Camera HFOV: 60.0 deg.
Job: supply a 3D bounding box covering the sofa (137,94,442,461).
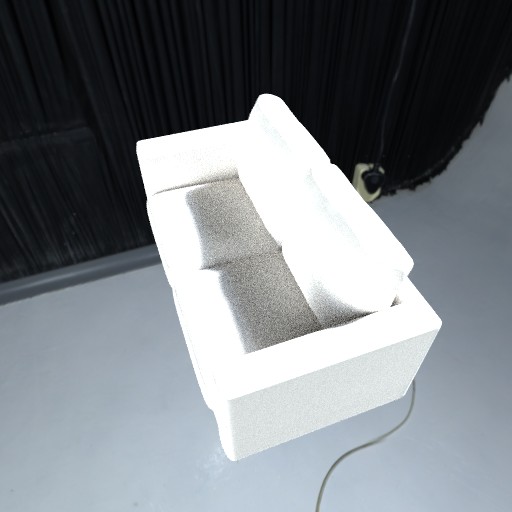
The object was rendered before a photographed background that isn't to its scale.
[{"bbox_3d":[0.000,0.000,1.979,0.796,0.908,1.430,-15,49,-14],"label":"sofa"}]
